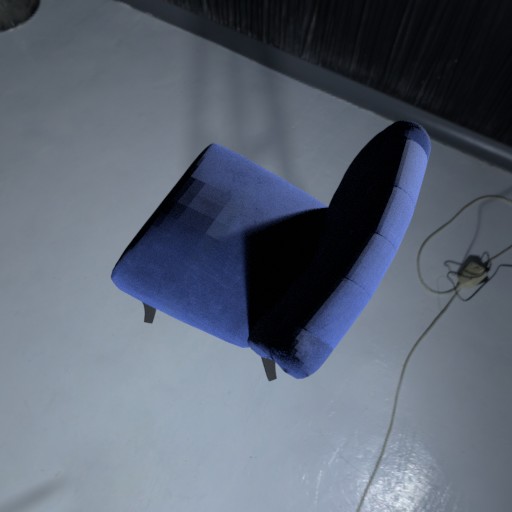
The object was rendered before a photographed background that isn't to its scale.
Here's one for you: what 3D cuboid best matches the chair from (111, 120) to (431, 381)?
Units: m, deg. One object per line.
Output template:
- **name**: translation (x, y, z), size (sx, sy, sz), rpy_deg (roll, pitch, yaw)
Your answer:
- **chair**: translation (0.000, 0.000, 1.201), size (0.606, 0.753, 0.585), rpy_deg (28, 69, 12)
